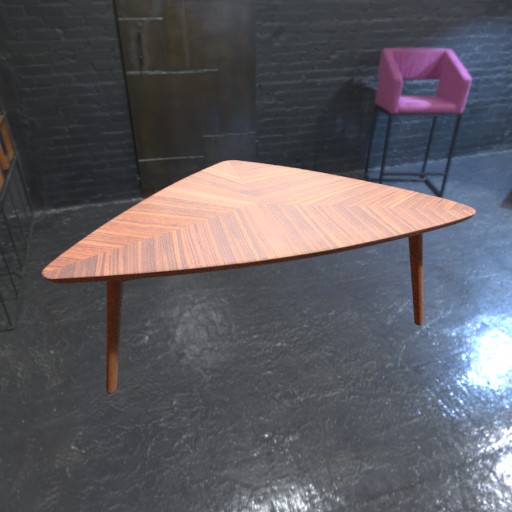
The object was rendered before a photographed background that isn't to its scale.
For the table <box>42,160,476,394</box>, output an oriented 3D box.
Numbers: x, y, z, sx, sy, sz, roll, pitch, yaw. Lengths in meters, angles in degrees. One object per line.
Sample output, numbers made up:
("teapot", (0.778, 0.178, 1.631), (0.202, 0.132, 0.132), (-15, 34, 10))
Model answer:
("table", (0.000, 0.000, 1.265), (1.008, 0.365, 0.601), (-9, 33, -14))
